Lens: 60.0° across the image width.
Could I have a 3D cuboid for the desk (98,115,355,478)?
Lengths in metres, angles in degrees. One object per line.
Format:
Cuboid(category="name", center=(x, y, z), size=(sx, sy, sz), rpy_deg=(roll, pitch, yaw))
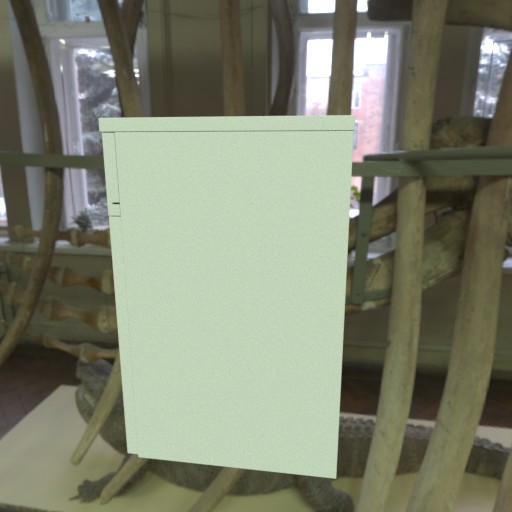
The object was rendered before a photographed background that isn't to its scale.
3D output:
Cuboid(category="desk", center=(0.000, 0.000, 1.310), size=(0.482, 0.730, 0.898), rpy_deg=(2, 14, 9))
